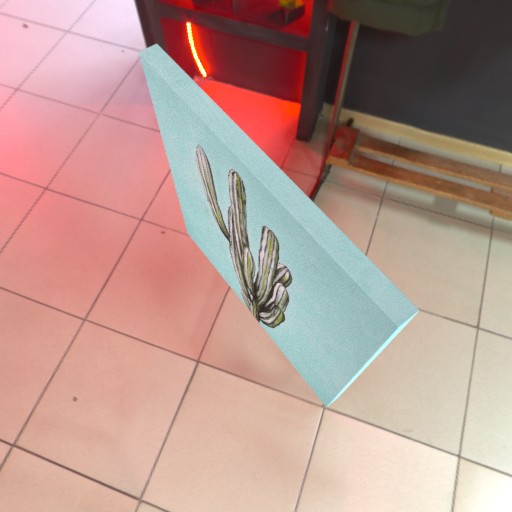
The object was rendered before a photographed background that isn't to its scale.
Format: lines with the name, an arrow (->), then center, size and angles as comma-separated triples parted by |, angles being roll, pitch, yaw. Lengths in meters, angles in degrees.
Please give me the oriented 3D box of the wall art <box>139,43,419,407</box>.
wall art -> 0.000, 0.000, 0.905 | 0.036, 0.603, 0.603 | -34, 68, -16
